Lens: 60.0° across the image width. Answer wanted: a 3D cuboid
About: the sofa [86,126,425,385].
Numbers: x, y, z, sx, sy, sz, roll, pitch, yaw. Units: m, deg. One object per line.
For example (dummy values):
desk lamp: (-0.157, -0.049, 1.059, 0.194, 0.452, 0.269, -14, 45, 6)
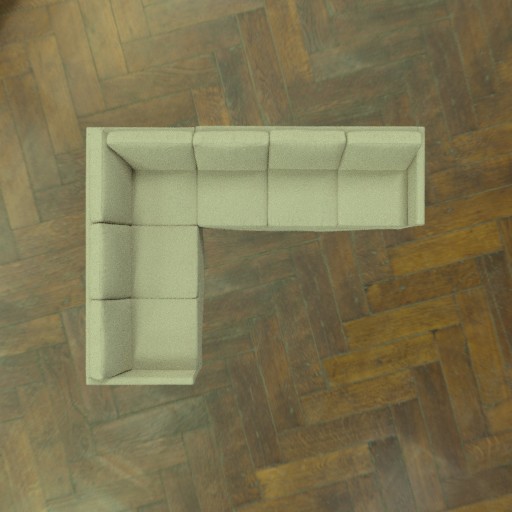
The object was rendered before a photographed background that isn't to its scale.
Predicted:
sofa: (0.000, 0.000, 4.385, 3.182, 0.871, 2.432, 0, 90, 0)
